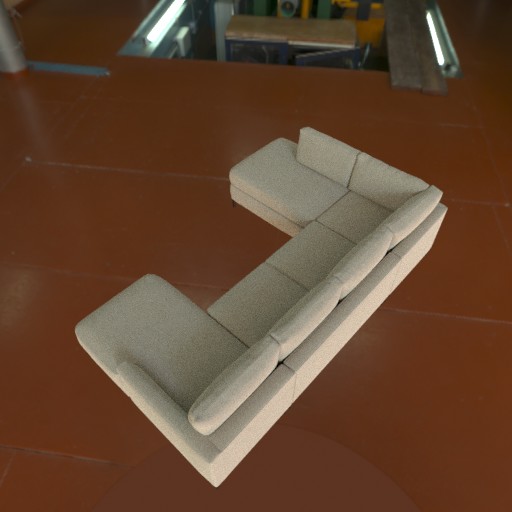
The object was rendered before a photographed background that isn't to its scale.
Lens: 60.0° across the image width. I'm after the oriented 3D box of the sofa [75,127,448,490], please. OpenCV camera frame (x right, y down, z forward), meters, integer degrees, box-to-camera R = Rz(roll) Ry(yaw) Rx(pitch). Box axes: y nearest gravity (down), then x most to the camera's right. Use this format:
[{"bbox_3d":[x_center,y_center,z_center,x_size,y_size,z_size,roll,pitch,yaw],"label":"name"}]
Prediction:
[{"bbox_3d":[0.000,0.000,3.783,1.989,0.862,2.984,34,56,27],"label":"sofa"}]
